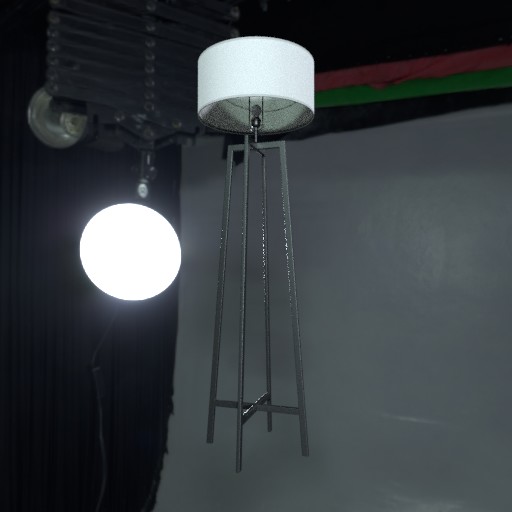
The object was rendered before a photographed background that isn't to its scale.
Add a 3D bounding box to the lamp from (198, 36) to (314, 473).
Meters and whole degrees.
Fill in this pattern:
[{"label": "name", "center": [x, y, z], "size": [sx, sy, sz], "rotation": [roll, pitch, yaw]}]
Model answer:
[{"label": "lamp", "center": [0.000, 0.000, 1.748], "size": [0.457, 1.510, 0.456], "rotation": [0, -1, 18]}]
